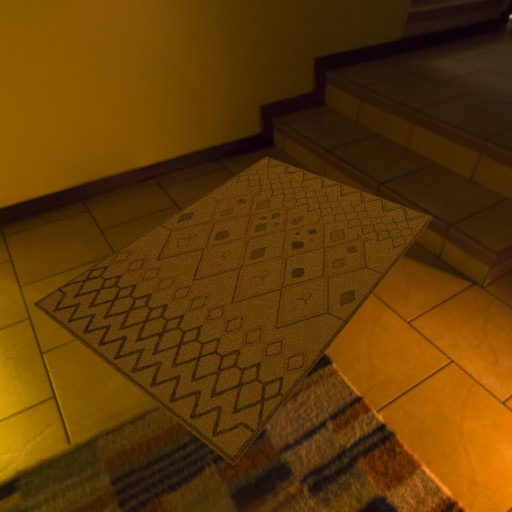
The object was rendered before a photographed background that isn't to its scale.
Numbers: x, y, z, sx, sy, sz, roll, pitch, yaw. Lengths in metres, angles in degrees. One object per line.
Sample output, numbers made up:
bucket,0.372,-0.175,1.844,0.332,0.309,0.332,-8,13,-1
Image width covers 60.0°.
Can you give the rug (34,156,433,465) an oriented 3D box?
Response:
rug,0.000,0.000,2.338,1.219,0.016,1.829,27,47,28
